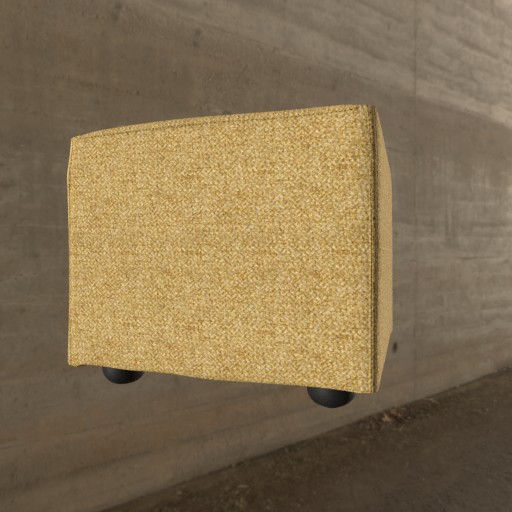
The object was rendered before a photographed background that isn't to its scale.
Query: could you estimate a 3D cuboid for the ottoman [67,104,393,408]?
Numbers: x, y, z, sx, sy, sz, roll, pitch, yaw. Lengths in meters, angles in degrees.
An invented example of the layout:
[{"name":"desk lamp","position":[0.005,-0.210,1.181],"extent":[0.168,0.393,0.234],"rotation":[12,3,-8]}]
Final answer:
[{"name":"ottoman","position":[0.000,0.000,0.881],"extent":[0.505,0.441,0.512],"rotation":[0,0,19]}]
